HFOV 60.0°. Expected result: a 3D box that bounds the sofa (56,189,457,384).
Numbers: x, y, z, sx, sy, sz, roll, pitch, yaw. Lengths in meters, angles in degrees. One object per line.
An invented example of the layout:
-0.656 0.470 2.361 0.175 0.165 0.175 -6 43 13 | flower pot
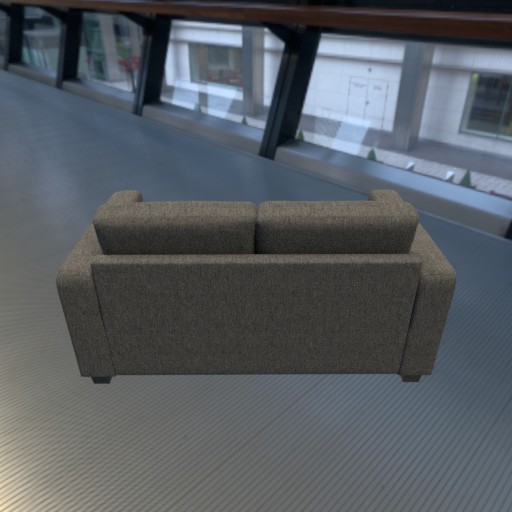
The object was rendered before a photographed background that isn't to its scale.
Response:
0.000 0.000 2.093 1.520 0.800 0.900 0 30 0 | sofa
